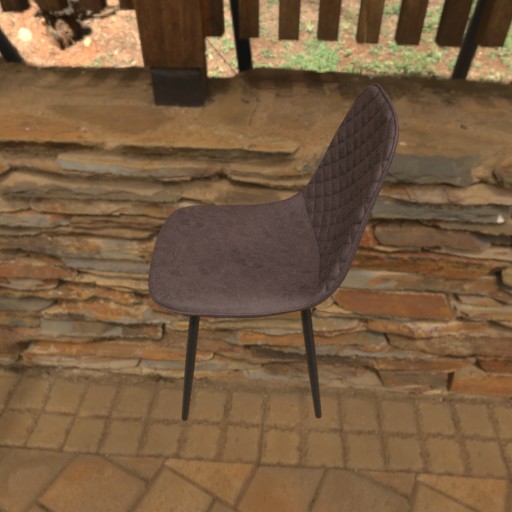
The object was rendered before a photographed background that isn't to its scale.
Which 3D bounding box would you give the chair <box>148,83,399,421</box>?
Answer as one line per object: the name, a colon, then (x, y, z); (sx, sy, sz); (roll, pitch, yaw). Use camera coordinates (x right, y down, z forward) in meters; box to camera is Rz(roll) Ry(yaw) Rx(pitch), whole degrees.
chair: (0.000, 0.000, 1.213); (0.561, 0.889, 0.472); (-1, 41, -1)
